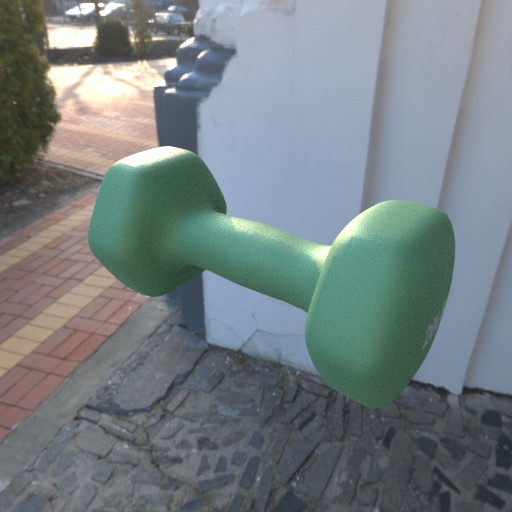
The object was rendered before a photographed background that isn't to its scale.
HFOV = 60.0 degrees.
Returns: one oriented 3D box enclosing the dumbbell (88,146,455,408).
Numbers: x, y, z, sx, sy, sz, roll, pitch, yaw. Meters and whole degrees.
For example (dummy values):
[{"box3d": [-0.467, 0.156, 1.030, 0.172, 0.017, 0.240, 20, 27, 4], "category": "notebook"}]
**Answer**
[{"box3d": [0.000, 0.000, 0.323, 0.260, 0.117, 0.129, 20, 35, 32], "category": "dumbbell"}]
